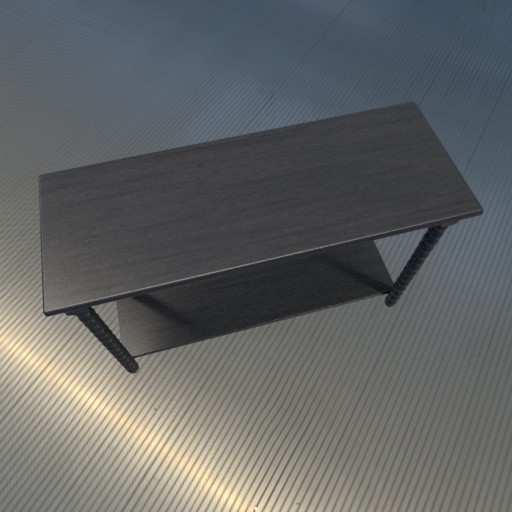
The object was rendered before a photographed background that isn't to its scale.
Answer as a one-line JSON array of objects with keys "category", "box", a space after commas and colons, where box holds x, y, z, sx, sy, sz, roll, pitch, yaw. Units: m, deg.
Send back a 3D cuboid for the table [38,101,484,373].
[{"category": "table", "box": [0.000, 0.000, 1.565, 1.184, 0.735, 0.459, -13, 61, -7]}]
